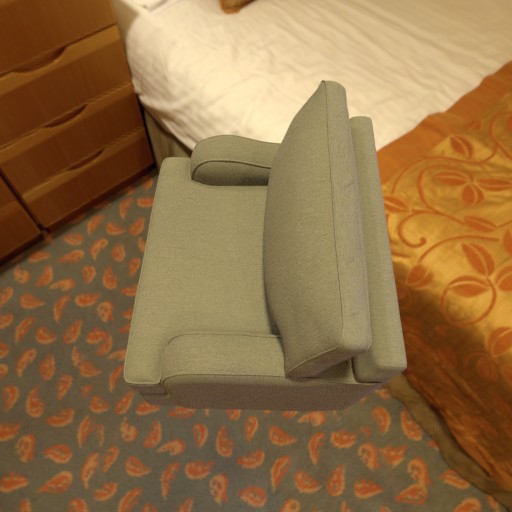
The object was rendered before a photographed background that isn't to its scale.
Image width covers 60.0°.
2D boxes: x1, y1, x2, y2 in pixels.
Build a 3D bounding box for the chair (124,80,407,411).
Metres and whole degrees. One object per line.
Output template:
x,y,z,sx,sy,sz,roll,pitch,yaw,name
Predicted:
0.000,0.000,2.018,1.041,1.016,1.220,2,59,1,chair
